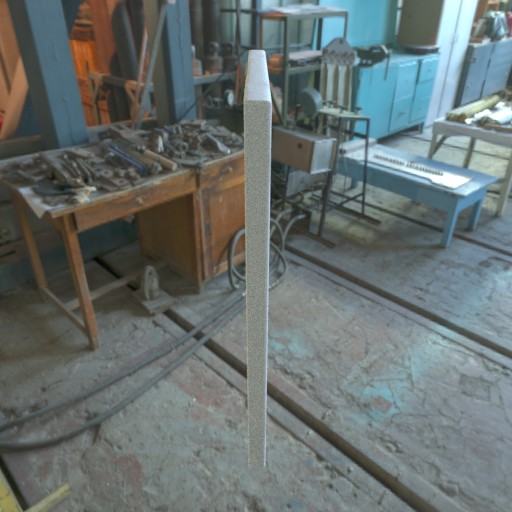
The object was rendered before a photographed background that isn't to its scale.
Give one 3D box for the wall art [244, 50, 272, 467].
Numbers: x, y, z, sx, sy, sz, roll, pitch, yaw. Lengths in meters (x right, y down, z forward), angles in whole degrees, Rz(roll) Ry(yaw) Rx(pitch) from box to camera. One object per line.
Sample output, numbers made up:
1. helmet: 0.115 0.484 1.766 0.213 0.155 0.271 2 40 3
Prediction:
1. wall art: 0.000 0.000 1.161 0.048 0.916 0.602 0 32 0
